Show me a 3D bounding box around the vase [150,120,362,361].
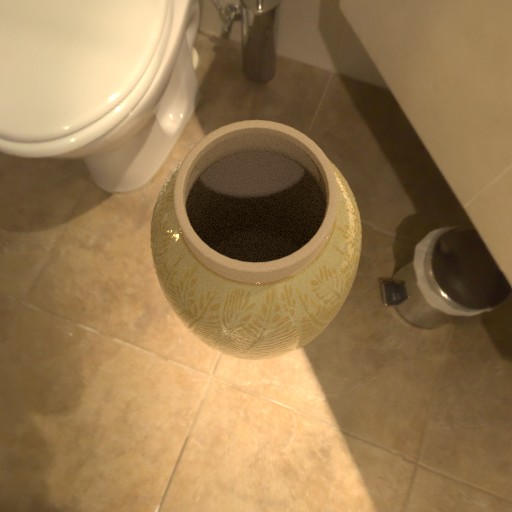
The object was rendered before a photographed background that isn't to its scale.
[{"bbox_3d":[0.000,0.000,0.386,0.172,0.270,0.172,0,74,0],"label":"vase"}]
